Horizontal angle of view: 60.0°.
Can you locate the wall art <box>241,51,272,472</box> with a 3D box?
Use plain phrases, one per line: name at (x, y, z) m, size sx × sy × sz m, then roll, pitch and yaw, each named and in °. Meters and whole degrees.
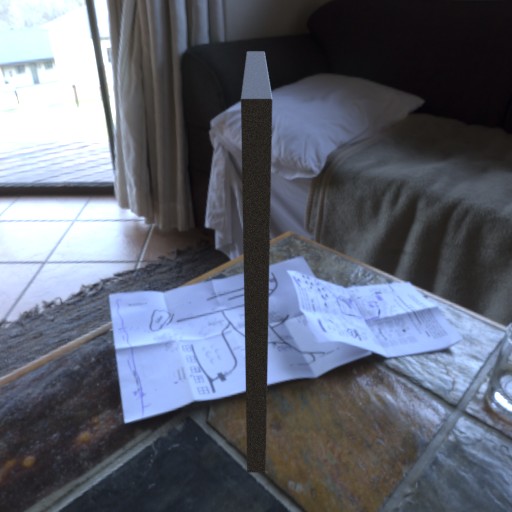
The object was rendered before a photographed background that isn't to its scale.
wall art at (0.000, 0.000, 0.957) m, size 0.039 × 0.753 × 0.511 m, roll 0°, pitch 31°, yaw 0°
